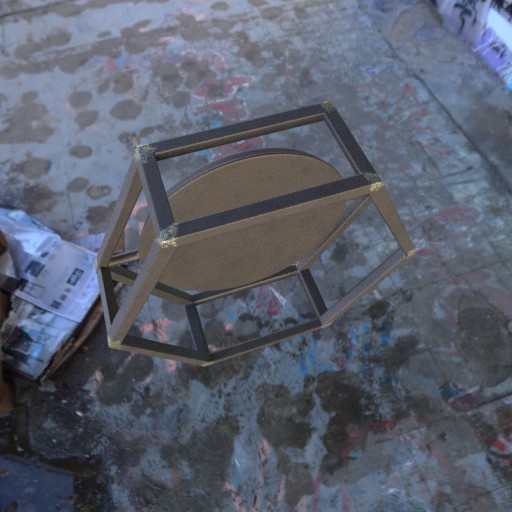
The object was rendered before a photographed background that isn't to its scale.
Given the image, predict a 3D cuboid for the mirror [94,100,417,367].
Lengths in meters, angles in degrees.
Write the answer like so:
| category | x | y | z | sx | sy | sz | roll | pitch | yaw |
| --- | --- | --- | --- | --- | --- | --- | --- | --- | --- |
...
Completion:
| category | x | y | z | sx | sy | sz | roll | pitch | yaw |
| --- | --- | --- | --- | --- | --- | --- | --- | --- | --- |
| mirror | 0.000 | 0.000 | 0.546 | 0.380 | 0.334 | 0.119 | -16 | 60 | -10 |
